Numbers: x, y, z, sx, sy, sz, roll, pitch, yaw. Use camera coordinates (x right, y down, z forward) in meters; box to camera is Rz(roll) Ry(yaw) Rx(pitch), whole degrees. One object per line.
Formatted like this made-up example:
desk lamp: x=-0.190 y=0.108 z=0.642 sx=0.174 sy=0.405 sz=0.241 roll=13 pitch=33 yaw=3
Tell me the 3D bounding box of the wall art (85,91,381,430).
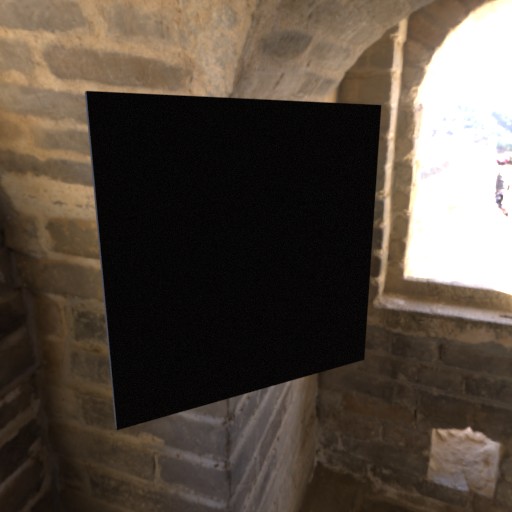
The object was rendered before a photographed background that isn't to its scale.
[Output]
wall art: x=0.000 y=0.000 z=0.685 sx=0.456 sy=0.458 sz=0.013 roll=-7 pitch=16 yaw=-27
